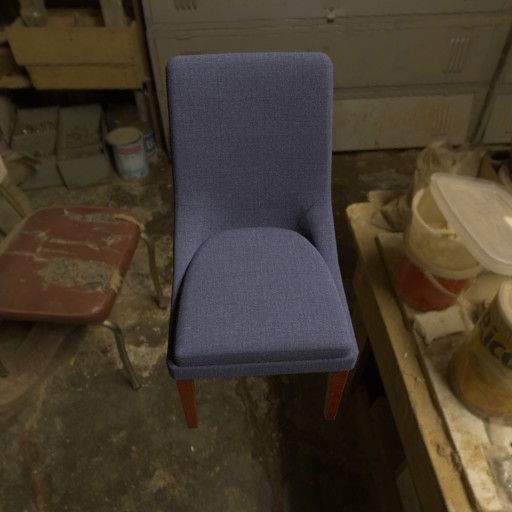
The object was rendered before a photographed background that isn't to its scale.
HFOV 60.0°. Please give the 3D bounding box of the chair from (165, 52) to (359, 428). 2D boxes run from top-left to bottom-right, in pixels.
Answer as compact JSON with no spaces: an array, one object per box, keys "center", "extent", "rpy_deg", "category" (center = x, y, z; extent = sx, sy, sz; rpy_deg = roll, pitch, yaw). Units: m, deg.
[{"center":[0.000,0.000,1.333],"extent":[0.508,0.952,0.655],"rpy_deg":[-3,46,-2],"category":"chair"}]
